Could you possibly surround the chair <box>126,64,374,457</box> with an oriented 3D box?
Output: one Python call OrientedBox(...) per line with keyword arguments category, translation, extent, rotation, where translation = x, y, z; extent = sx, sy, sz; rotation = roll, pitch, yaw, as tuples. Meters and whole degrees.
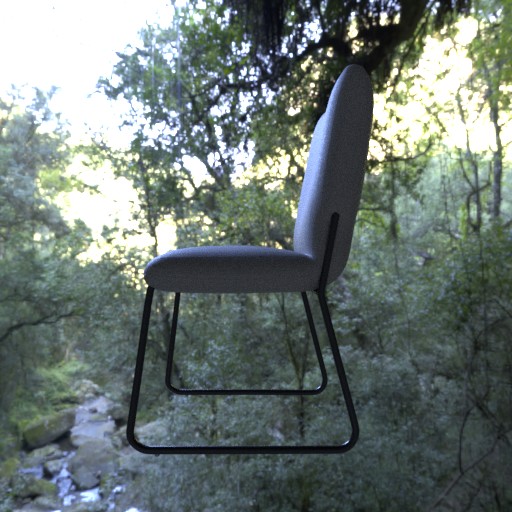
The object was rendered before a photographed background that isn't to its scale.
OrientedBox(category="chair", translation=(0.000, 0.000, 1.170), extent=(0.560, 0.864, 0.448), rotation=(0, -1, 0))
